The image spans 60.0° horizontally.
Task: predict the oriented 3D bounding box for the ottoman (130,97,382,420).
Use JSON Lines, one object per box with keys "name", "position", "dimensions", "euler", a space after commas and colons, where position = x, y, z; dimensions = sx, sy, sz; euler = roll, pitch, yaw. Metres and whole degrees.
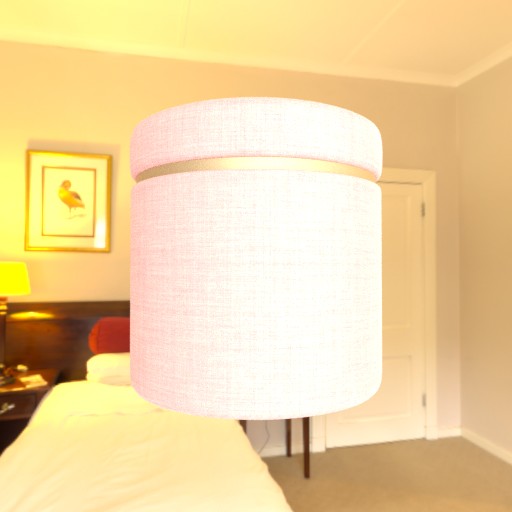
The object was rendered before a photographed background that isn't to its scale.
{"name": "ottoman", "position": [0.000, 0.000, 0.727], "dimensions": [0.400, 0.406, 0.400], "euler": [0, -1, 0]}
